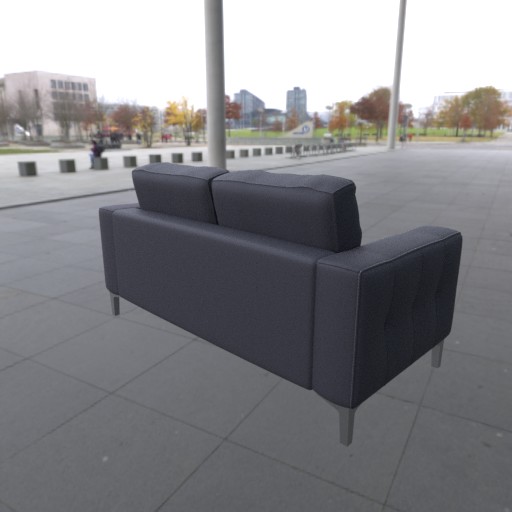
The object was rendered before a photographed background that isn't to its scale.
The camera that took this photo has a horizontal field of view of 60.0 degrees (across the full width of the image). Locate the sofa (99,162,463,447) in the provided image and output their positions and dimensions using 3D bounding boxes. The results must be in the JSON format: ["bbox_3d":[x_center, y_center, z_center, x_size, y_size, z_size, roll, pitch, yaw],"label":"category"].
[{"bbox_3d":[0.000,0.000,2.228,1.726,0.893,0.833,15,21,43],"label":"sofa"}]
